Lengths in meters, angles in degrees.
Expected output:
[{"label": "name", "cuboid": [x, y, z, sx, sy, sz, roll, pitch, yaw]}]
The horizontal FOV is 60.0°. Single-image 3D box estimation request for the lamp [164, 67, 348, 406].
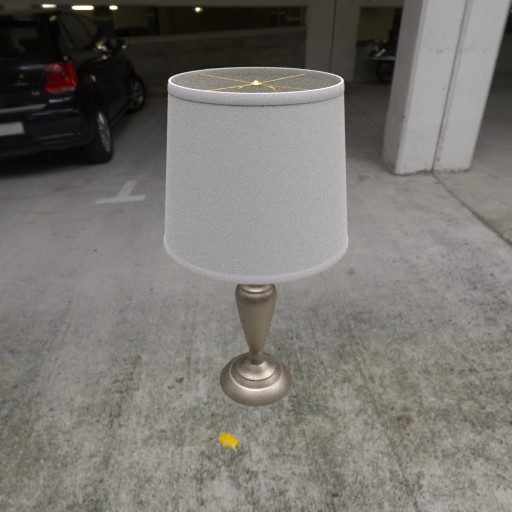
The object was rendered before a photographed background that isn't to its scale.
[{"label": "lamp", "cuboid": [0.000, 0.000, 0.823, 0.328, 0.619, 0.328, 0, 30, 0]}]
